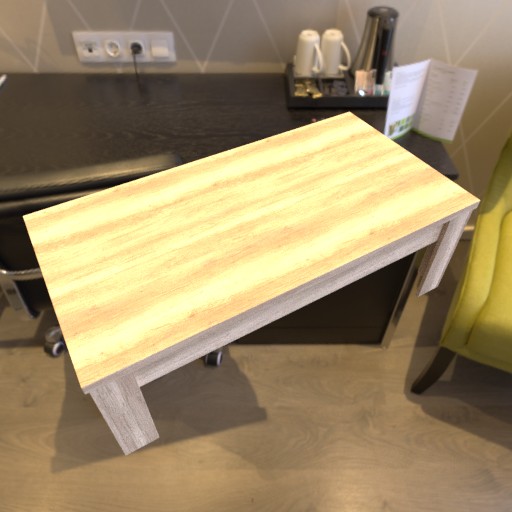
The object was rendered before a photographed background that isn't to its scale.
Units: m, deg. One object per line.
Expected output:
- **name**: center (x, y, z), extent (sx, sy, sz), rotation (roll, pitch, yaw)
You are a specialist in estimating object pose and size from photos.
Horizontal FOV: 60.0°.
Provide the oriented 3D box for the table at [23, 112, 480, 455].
- **table**: center (0.000, 0.000, 1.637), extent (1.350, 0.460, 0.700), rotation (-23, 50, -21)
